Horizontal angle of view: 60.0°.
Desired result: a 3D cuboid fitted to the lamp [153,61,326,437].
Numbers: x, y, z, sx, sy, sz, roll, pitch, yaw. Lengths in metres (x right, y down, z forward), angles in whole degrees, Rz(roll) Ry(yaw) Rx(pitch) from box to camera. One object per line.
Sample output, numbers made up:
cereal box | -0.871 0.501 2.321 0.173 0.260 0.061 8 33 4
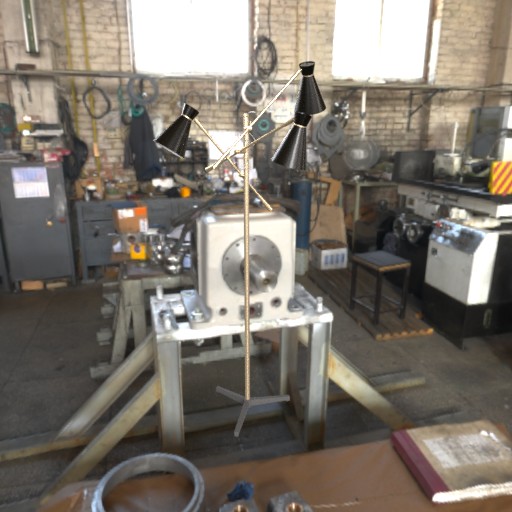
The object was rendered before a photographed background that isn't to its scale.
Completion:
lamp | 0.000 0.000 2.179 0.653 1.804 0.750 14 21 40
